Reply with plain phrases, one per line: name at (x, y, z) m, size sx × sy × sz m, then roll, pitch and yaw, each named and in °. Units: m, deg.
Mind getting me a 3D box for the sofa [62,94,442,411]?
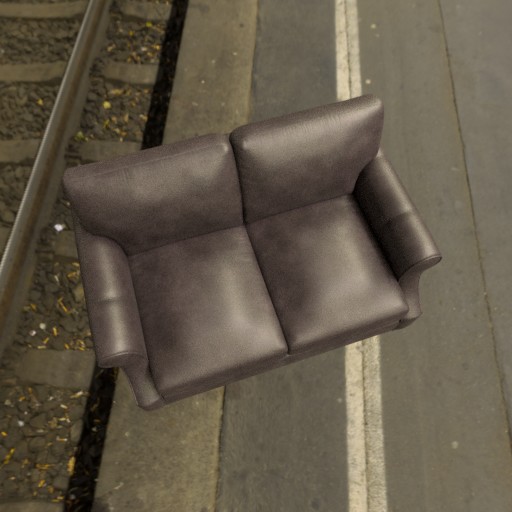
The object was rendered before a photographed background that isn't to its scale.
sofa at (0.000, 0.000, 2.263) m, size 1.663 × 0.979 × 1.030 m, roll -16°, pitch 65°, yaw -8°
